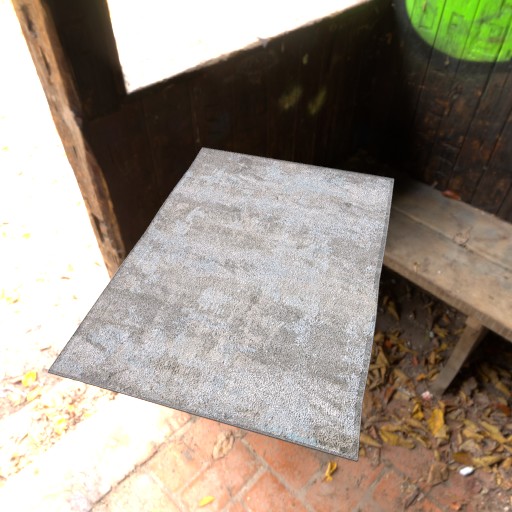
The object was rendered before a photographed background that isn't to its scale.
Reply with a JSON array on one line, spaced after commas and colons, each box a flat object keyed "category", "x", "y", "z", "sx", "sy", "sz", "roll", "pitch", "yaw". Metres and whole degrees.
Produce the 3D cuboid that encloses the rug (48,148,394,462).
[{"category": "rug", "x": 0.000, "y": 0.000, "z": 4.291, "sx": 2.393, "sy": 0.013, "sz": 3.307, "roll": 12, "pitch": 47, "yaw": 11}]
